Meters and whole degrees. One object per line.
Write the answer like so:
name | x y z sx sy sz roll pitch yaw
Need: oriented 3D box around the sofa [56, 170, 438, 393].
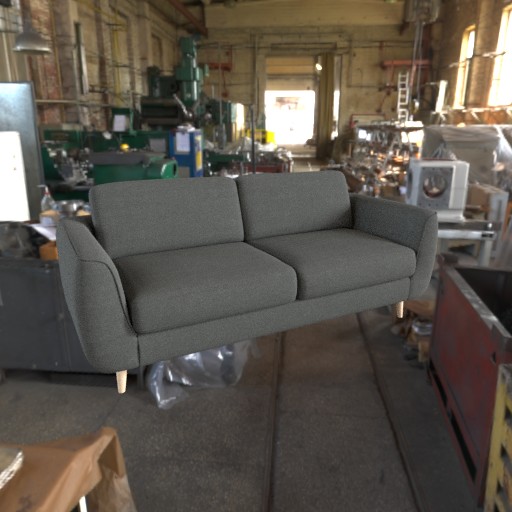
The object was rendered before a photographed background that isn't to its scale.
sofa | 0.000 0.000 2.492 2.000 0.850 0.920 -9 19 -27
